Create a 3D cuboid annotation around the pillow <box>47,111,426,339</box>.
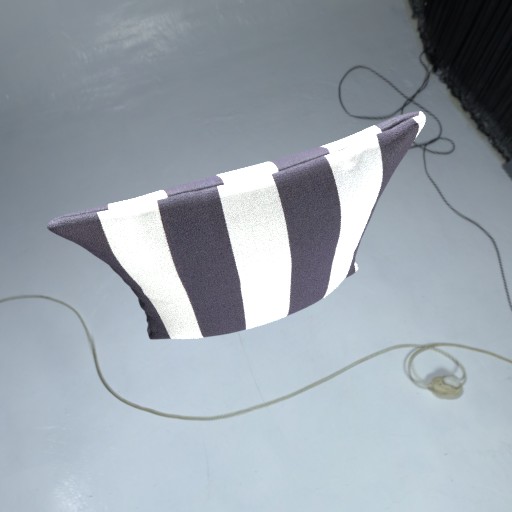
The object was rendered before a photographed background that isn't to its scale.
[{"bbox_3d":[0.000,0.000,0.808,0.536,0.526,0.189,-19,66,-9],"label":"pillow"}]
